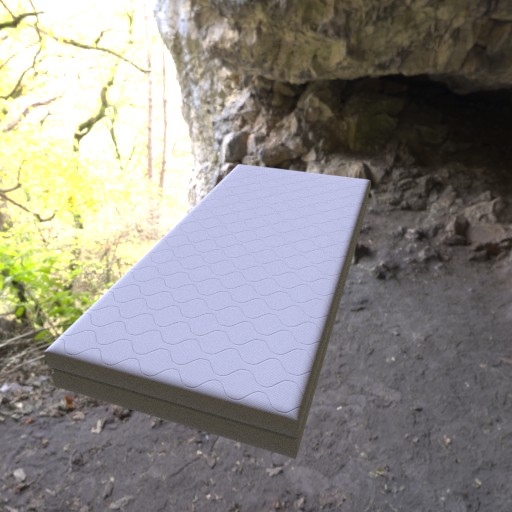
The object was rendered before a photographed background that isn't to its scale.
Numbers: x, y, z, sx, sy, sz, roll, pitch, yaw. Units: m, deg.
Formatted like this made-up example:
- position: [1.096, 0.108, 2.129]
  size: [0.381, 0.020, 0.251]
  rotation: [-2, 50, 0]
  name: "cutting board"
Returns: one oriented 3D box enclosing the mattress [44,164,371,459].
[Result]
- position: [0.000, 0.000, 2.195]
  size: [0.900, 0.200, 1.900]
  rotation: [10, 33, 16]
  name: "mattress"
